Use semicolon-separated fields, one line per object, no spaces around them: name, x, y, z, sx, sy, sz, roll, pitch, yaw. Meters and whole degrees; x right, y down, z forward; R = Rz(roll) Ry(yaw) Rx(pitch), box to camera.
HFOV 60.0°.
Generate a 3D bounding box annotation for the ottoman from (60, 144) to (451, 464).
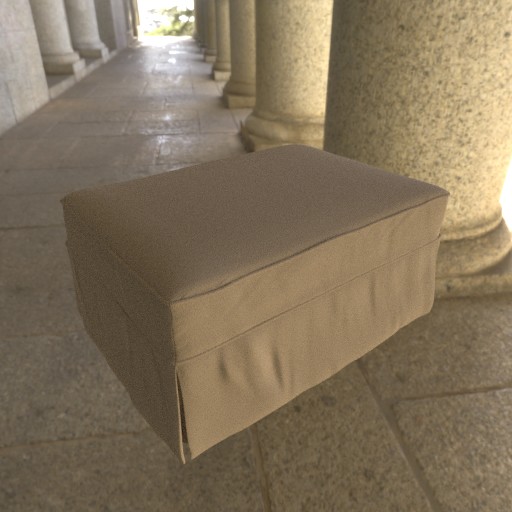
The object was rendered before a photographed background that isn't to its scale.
ottoman;0.000;0.000;1.324;0.959;0.482;0.721;-21;35;-32
